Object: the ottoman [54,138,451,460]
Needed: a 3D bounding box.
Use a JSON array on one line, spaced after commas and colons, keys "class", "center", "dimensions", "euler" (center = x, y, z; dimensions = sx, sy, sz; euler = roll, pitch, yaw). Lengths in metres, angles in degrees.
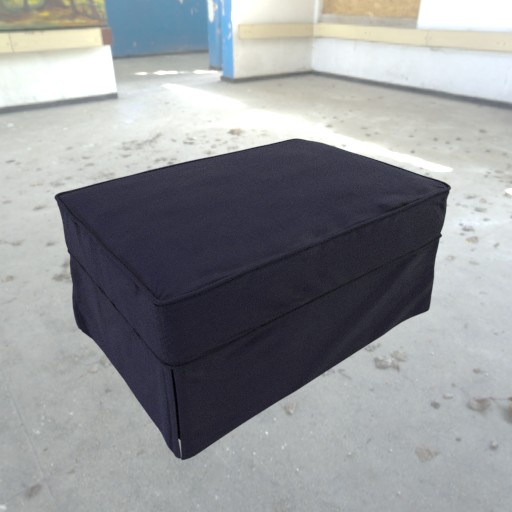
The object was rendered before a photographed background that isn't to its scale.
[{"class": "ottoman", "center": [0.000, 0.000, 1.288], "dimensions": [0.938, 0.503, 0.637], "euler": [-21, 37, -32]}]
